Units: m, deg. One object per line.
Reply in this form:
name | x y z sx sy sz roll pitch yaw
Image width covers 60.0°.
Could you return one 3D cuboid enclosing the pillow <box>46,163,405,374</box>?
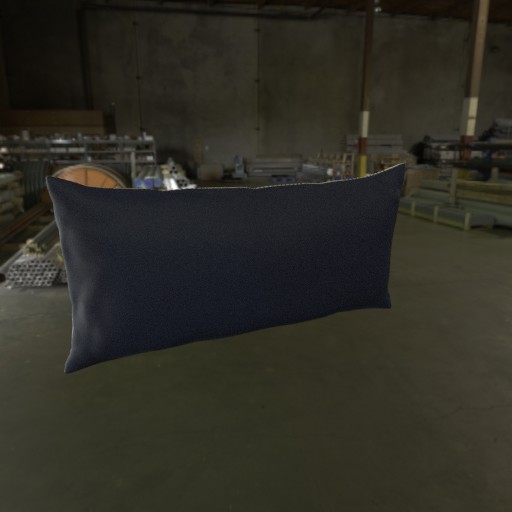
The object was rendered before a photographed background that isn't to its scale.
pillow | 0.000 0.000 0.729 0.610 0.287 0.151 -7 16 -25
